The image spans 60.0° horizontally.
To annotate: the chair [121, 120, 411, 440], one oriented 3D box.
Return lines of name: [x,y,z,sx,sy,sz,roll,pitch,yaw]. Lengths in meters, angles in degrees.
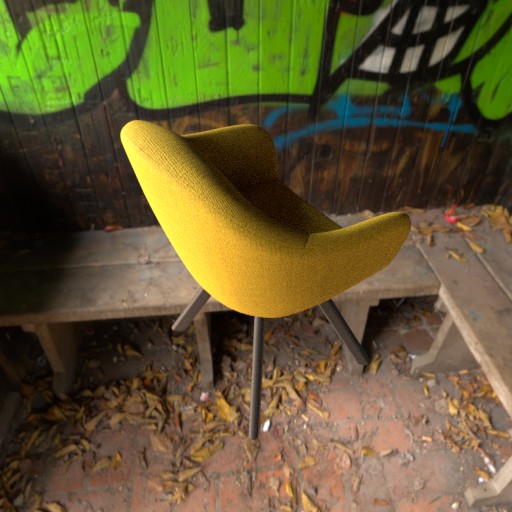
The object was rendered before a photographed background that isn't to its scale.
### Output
chair: [0.000,0.000,1.175,0.550,0.795,0.590,-24,45,-26]
